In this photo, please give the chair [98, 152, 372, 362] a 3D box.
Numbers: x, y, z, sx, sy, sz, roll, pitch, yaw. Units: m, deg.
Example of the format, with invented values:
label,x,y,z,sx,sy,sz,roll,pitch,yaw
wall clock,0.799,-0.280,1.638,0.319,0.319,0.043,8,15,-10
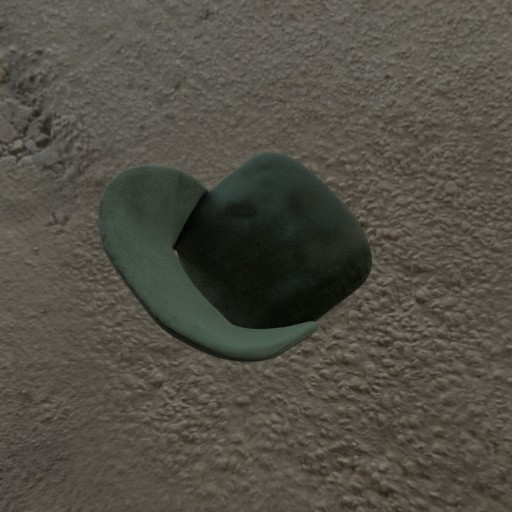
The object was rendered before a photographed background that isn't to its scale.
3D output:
label,x,y,z,sx,sy,sz,roll,pitch,yaw
chair,0.000,0.000,1.233,0.577,0.860,0.527,-37,77,-10
